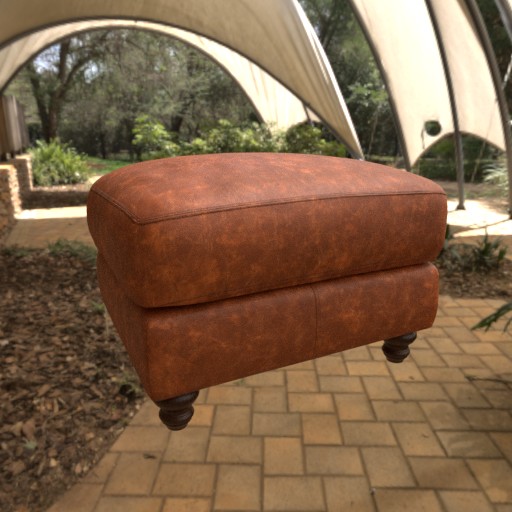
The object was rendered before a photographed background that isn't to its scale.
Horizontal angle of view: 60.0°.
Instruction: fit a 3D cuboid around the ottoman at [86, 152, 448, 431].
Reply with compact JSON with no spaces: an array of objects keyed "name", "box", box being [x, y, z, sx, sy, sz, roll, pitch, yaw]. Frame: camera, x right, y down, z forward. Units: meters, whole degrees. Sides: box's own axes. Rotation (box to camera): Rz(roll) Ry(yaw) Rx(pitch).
[{"name":"ottoman","box":[0.000,0.000,1.245,0.832,0.562,0.657,-8,18,-26]}]
